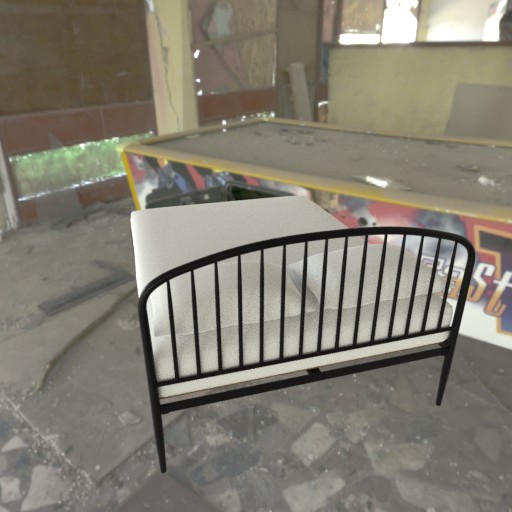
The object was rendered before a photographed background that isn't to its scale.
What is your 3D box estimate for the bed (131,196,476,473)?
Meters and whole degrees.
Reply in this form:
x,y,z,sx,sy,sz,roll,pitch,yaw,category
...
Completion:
x,y,z,sx,sy,sz,roll,pitch,yaw,category
0.000,0.000,3.042,1.618,1.166,2.159,-7,26,-15,bed
